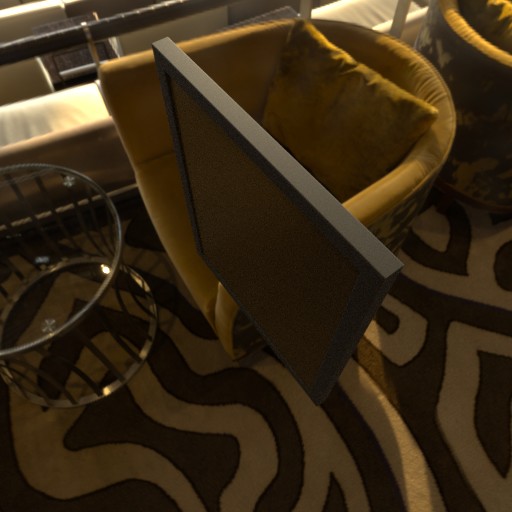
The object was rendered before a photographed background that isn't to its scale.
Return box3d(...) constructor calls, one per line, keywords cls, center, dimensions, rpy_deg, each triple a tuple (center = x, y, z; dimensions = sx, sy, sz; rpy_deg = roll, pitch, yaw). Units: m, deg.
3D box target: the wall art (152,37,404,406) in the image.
box3d(cls="wall art", center=(0.000, 0.000, 0.763), dimensions=(0.028, 0.558, 0.457), rpy_deg=(-32, 64, -18))
